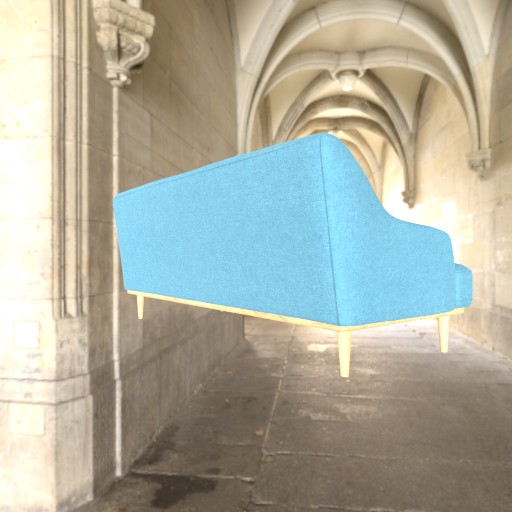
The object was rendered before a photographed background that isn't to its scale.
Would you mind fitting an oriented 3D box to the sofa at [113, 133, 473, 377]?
[{"bbox_3d":[0.000,0.000,2.541,0.978,0.871,2.057,0,0,-37],"label":"sofa"}]
